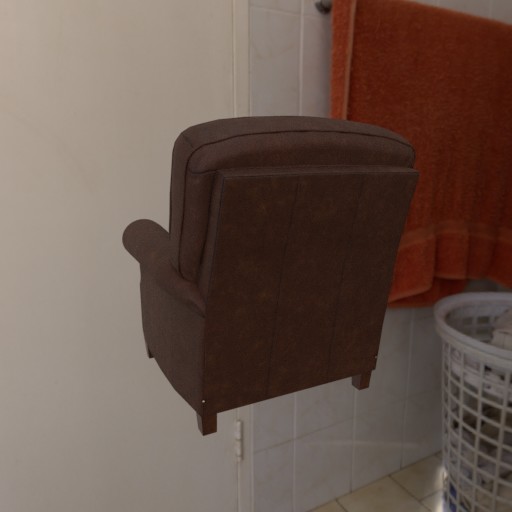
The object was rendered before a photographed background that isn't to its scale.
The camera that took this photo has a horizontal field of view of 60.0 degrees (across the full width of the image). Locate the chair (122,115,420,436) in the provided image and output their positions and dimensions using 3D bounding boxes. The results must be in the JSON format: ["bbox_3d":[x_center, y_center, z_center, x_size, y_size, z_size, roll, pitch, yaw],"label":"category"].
[{"bbox_3d":[0.000,0.000,1.761,0.936,1.018,0.986,-6,14,-26],"label":"chair"}]
